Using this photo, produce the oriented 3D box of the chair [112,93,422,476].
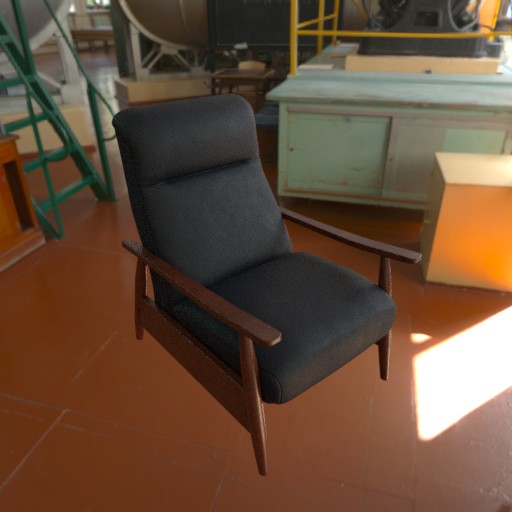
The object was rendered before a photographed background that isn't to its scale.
[{"bbox_3d":[0.000,0.000,1.794,0.762,1.082,1.014,-23,37,-34],"label":"chair"}]
